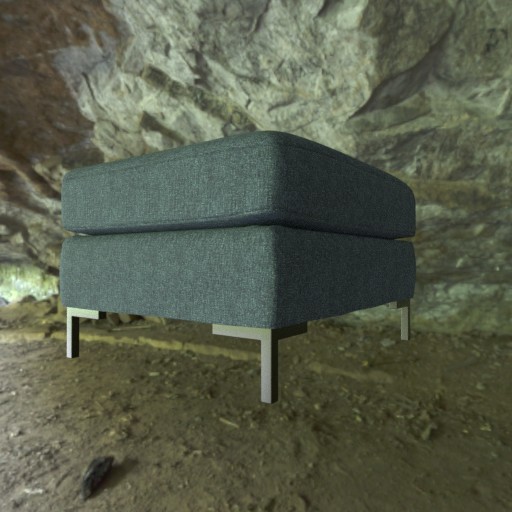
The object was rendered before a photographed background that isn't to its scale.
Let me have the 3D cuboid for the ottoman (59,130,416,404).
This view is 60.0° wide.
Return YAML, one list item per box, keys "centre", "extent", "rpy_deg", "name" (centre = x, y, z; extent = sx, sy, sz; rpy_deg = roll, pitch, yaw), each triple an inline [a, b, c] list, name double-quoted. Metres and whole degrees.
- centre: [0.000, 0.000, 1.291]
  extent: [0.695, 0.533, 0.831]
  rpy_deg: [0, -1, 36]
  name: "ottoman"
